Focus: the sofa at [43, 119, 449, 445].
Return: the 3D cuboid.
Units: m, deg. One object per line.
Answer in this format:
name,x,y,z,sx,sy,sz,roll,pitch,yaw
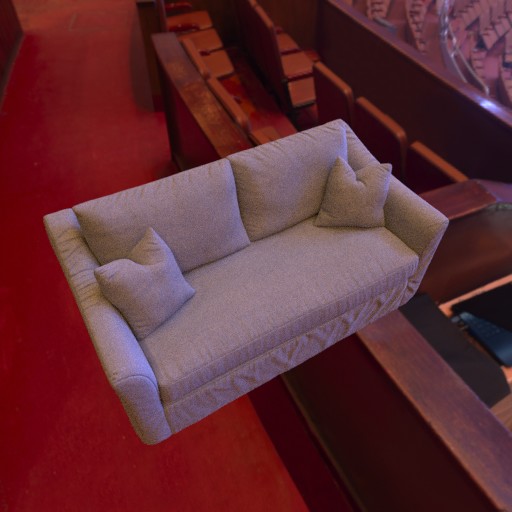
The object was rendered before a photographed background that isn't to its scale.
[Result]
sofa,0.000,0.000,2.617,2.010,1.018,1.072,-23,50,-21
